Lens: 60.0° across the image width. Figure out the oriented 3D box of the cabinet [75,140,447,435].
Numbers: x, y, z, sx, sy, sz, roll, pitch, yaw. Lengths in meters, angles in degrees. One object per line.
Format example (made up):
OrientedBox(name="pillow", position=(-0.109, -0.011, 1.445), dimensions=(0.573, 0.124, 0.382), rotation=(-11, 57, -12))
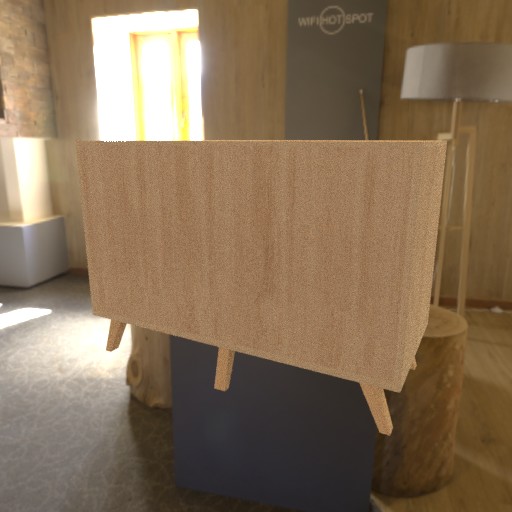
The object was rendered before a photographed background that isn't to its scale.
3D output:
OrientedBox(name="cabinet", position=(0.000, 0.000, 1.548), dimensions=(1.110, 0.780, 0.500), rotation=(8, 17, 27))
